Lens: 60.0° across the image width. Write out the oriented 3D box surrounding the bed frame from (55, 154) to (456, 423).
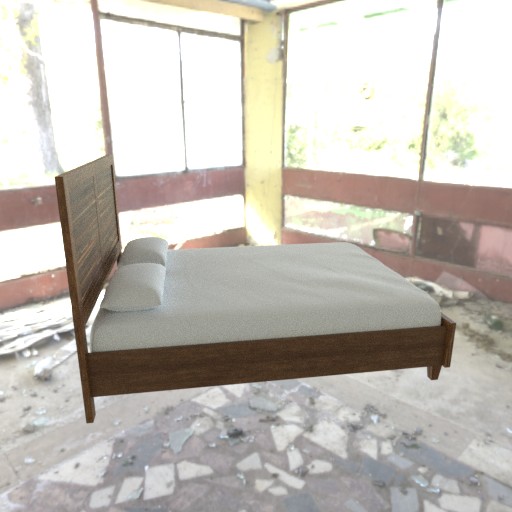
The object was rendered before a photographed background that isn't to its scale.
[{"bbox_3d":[0.000,0.000,3.341,2.276,1.417,1.696,-3,17,-9],"label":"bed frame"}]
